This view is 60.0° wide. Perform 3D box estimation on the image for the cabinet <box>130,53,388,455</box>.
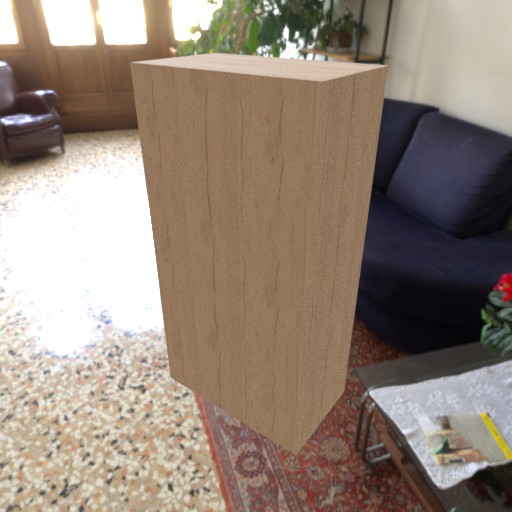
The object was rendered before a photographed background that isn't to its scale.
[{"bbox_3d":[0.000,0.000,2.413,0.980,1.930,0.580,20,35,31],"label":"cabinet"}]
